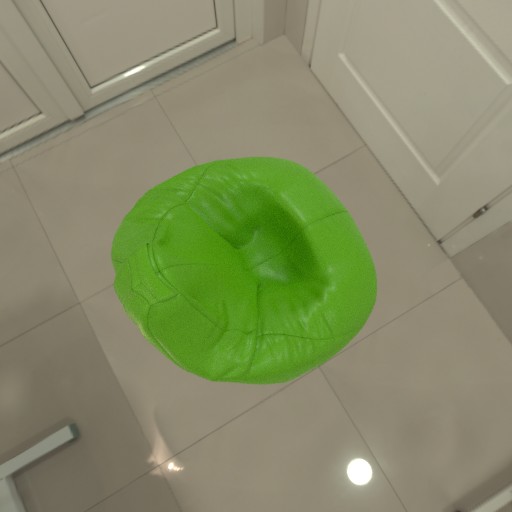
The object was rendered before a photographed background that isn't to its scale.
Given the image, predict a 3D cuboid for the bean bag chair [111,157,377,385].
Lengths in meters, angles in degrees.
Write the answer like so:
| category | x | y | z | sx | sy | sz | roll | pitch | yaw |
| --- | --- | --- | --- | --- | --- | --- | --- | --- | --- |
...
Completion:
| category | x | y | z | sx | sy | sz | roll | pitch | yaw |
| --- | --- | --- | --- | --- | --- | --- | --- | --- | --- |
| bean bag chair | 0.000 | 0.000 | 1.905 | 1.070 | 0.990 | 1.070 | -30 | 77 | -8 |
